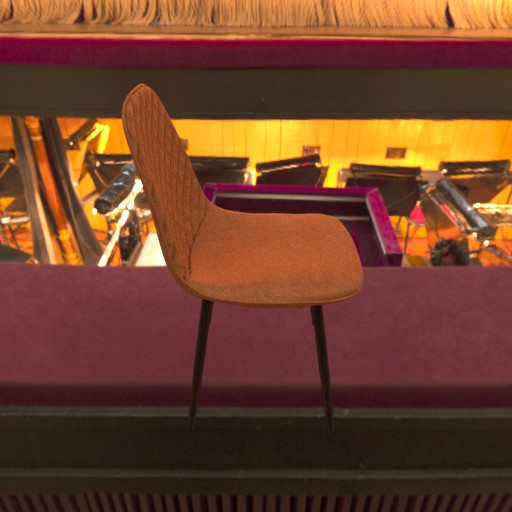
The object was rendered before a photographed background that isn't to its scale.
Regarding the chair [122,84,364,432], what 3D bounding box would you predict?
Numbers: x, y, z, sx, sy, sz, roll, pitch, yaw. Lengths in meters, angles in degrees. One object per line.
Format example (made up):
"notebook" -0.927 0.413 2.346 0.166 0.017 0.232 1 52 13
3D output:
"chair" 0.000 0.000 1.229 0.561 0.889 0.472 0 32 1
